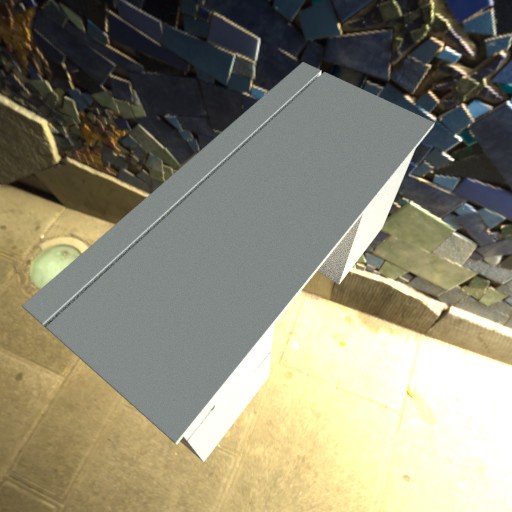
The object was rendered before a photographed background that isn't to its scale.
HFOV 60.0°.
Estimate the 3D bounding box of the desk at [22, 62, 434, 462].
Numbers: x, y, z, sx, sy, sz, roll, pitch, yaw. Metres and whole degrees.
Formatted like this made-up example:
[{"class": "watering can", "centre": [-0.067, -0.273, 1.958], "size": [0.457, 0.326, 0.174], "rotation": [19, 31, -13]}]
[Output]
[{"class": "desk", "centre": [0.000, 0.000, 1.957], "size": [0.670, 0.760, 1.580], "rotation": [33, 64, 19]}]
